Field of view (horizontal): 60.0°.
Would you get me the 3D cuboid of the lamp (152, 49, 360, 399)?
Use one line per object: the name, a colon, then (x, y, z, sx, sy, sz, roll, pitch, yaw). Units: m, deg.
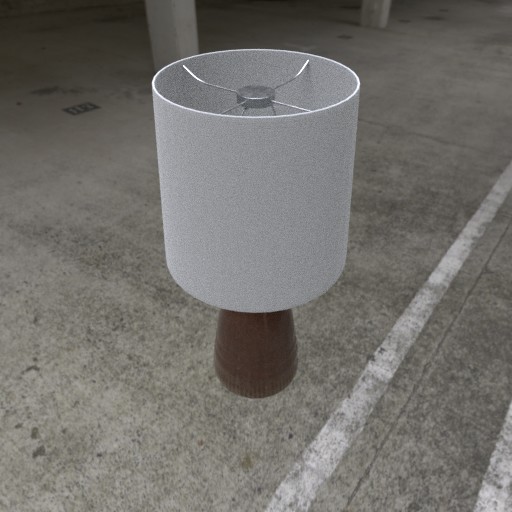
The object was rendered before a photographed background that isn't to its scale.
lamp: (0.000, 0.000, 0.471, 0.186, 0.369, 0.186, 0, 39, 0)
